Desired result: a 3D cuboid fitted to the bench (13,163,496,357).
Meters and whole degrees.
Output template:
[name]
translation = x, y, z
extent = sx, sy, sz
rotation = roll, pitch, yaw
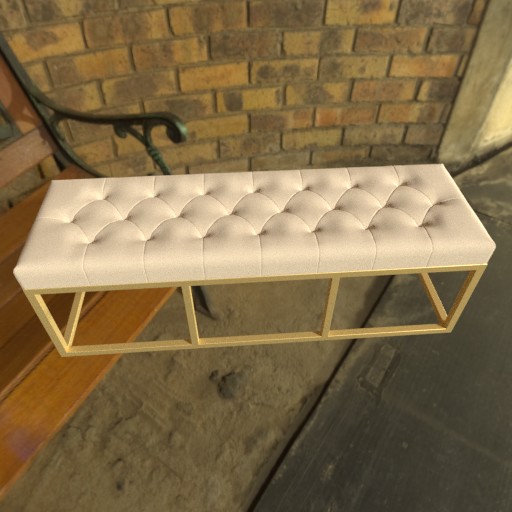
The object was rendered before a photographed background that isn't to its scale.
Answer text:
[bench]
translation = 0.000, 0.000, 1.652
extent = 1.473, 0.484, 0.457
rotation = -3, 45, -3
